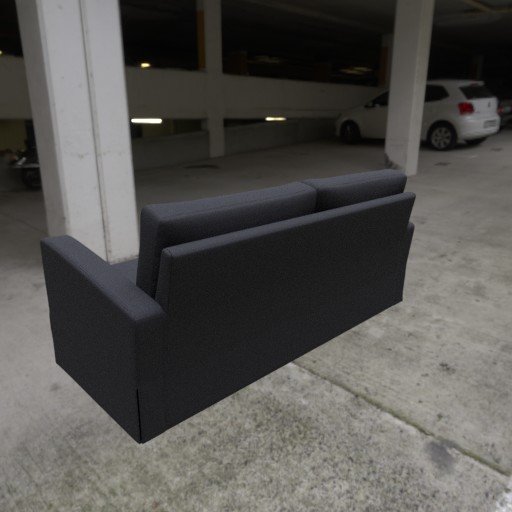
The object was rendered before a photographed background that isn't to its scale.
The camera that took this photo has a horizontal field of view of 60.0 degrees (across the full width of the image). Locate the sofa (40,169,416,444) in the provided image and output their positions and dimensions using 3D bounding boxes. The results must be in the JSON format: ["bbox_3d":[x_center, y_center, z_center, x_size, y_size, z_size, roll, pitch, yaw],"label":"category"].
[{"bbox_3d":[0.000,0.000,2.302,1.852,0.839,0.898,-16,24,-41],"label":"sofa"}]
